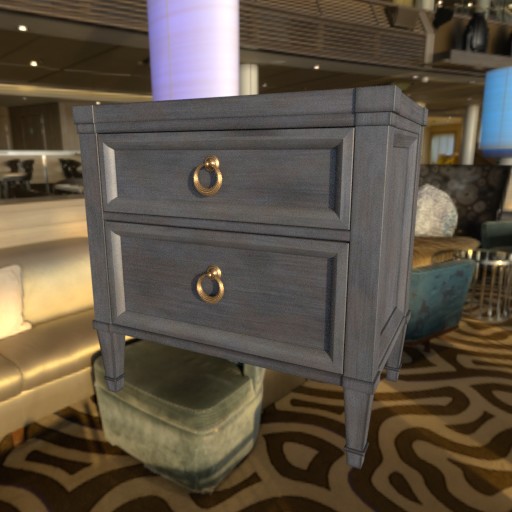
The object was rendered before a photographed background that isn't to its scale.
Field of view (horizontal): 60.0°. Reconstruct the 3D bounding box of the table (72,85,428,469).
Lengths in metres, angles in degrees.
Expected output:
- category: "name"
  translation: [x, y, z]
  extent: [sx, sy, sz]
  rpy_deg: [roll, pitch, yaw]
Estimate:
- category: "table"
  translation: [0.000, 0.000, 1.036]
  extent: [0.660, 0.660, 0.413]
  rpy_deg: [6, 14, 26]
